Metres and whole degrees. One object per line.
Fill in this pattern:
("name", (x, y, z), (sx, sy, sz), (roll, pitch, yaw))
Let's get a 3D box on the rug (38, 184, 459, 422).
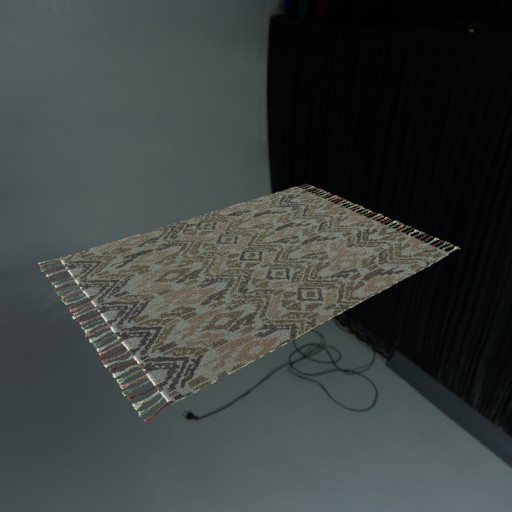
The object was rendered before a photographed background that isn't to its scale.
("rug", (0.000, 0.000, 2.277), (1.829, 0.008, 1.219), (-21, 36, -32))
